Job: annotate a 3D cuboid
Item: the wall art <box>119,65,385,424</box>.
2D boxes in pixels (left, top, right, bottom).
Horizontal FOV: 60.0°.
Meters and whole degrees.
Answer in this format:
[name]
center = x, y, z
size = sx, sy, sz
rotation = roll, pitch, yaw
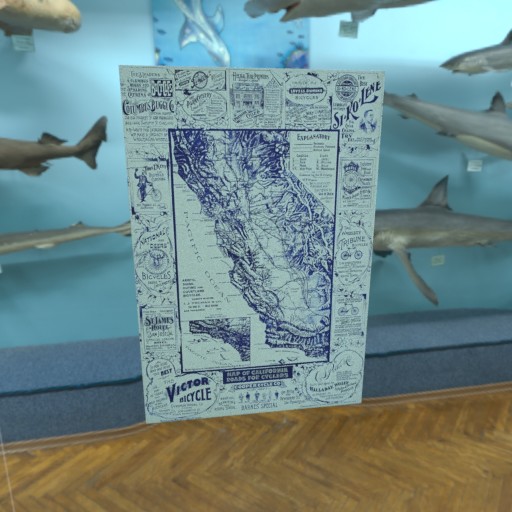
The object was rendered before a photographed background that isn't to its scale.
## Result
[wall art]
center = 0.000, 0.000, 0.481
size = 0.255, 0.376, 0.025
rotation = -2, 16, -9
